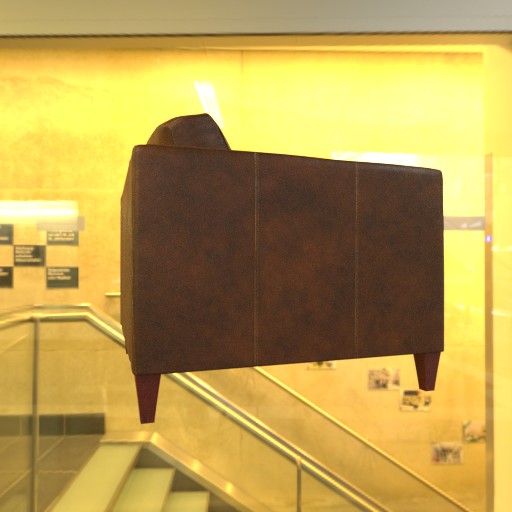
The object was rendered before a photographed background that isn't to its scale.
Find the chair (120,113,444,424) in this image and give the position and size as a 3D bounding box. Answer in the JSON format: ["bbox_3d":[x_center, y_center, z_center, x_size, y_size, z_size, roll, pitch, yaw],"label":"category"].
[{"bbox_3d":[0.000,0.000,1.707,0.975,0.864,0.990,0,-1,-19],"label":"chair"}]
